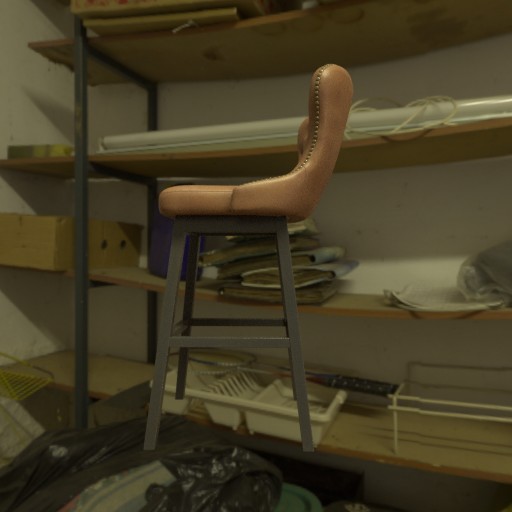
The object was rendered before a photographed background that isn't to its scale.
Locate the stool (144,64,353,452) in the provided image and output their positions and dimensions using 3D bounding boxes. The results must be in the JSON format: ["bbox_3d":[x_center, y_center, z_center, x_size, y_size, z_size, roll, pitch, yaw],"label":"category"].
[{"bbox_3d":[0.000,0.000,1.413,0.601,1.050,0.528,0,0,2],"label":"stool"}]
